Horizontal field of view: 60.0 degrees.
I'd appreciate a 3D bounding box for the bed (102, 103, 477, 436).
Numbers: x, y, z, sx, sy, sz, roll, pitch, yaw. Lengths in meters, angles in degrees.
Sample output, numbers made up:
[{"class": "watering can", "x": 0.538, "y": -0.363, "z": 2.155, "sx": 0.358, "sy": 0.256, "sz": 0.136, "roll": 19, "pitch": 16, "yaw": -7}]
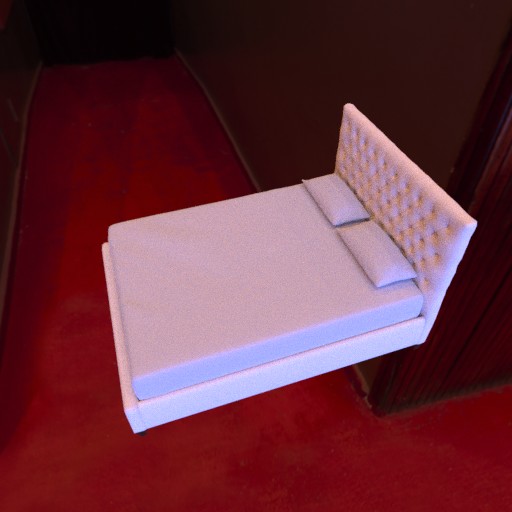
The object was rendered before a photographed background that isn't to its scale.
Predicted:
[{"class": "bed", "x": 0.000, "y": 0.000, "z": 3.519, "sx": 2.387, "sy": 1.427, "sz": 1.698, "roll": -14, "pitch": 47, "yaw": -13}]
